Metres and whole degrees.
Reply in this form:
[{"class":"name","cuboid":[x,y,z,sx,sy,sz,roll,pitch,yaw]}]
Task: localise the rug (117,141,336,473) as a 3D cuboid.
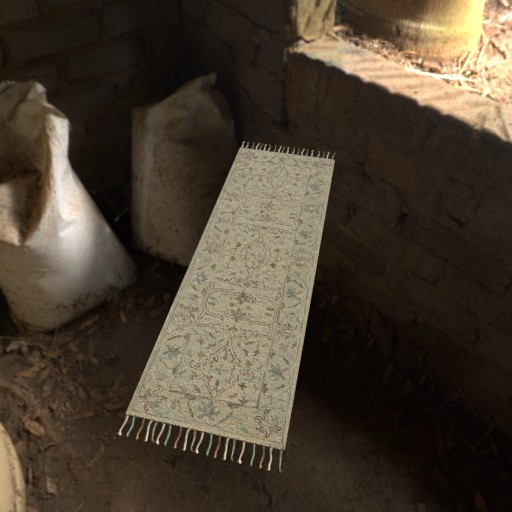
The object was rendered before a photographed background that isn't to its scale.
[{"class":"rug","cuboid":[0.000,0.000,2.773,0.769,0.013,2.440,9,48,8]}]
